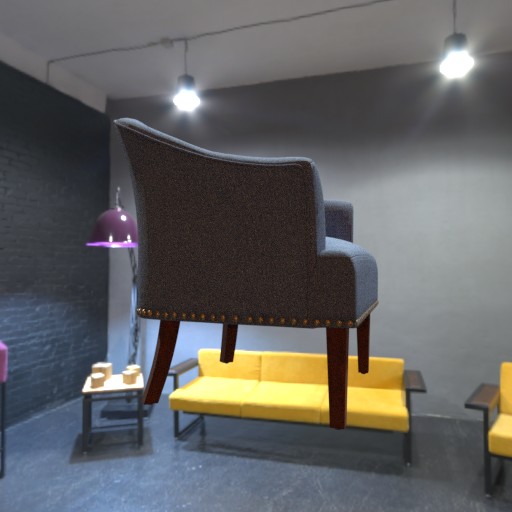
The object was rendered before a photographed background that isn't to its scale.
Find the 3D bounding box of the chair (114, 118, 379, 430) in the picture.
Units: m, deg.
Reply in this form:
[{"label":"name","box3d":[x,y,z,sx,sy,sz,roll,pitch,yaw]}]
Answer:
[{"label":"chair","box3d":[0.000,0.000,1.400,0.704,0.815,0.772,0,-1,19]}]
